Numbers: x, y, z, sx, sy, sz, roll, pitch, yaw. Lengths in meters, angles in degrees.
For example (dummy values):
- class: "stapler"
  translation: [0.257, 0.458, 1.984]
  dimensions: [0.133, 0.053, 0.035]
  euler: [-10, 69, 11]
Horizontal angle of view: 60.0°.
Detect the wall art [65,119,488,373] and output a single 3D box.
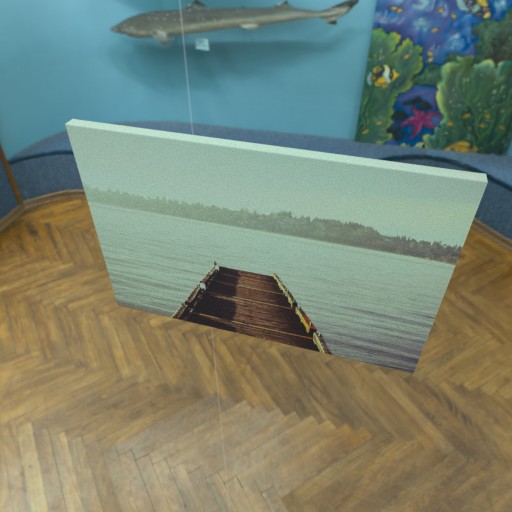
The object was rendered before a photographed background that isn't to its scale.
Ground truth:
- class: "wall art"
  translation: [0.000, 0.000, 1.427]
  dimensions: [1.149, 0.765, 0.040]
  euler: [11, 41, 12]
